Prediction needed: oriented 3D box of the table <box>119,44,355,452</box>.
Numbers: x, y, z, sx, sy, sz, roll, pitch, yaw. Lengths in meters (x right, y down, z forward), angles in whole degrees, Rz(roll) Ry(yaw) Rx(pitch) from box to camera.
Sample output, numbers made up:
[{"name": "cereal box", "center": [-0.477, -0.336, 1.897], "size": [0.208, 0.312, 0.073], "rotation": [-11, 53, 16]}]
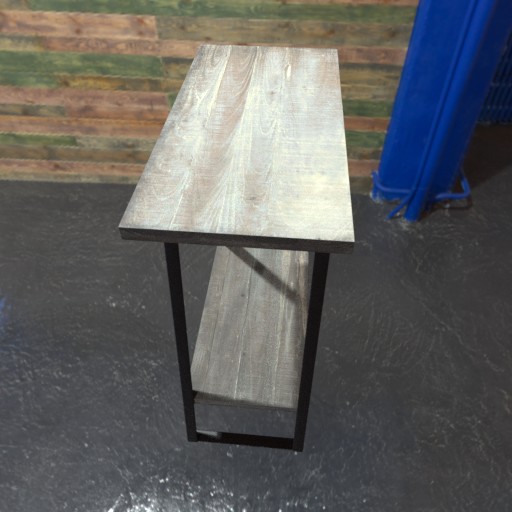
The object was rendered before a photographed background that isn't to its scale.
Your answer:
[{"name": "table", "center": [0.000, 0.000, 1.014], "size": [0.300, 0.701, 0.599], "rotation": [4, 46, 4]}]
